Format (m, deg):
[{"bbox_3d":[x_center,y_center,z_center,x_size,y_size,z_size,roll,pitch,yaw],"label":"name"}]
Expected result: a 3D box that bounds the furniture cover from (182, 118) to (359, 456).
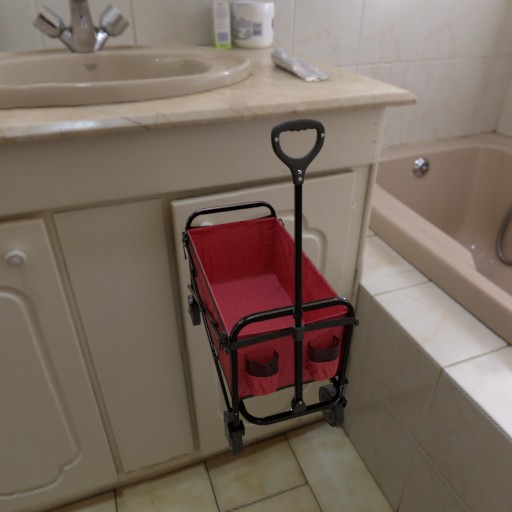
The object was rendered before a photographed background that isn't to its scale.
[{"bbox_3d":[0.000,0.000,1.819,0.532,1.295,1.038,-10,33,-15],"label":"furniture cover"}]
